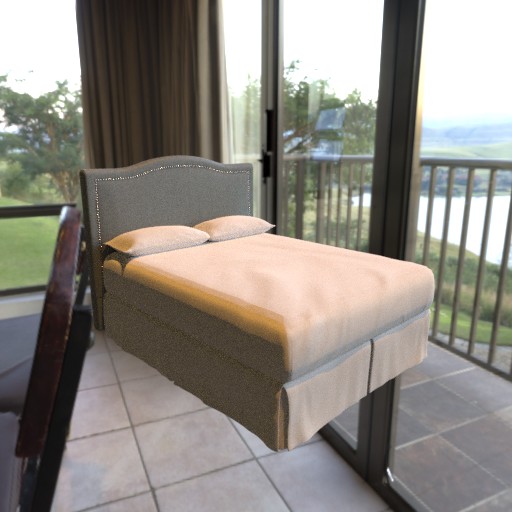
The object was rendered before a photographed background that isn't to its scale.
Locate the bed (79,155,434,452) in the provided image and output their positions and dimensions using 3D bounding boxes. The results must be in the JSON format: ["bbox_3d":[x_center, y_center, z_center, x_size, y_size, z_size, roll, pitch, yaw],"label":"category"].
[{"bbox_3d":[0.000,0.000,3.380,1.753,1.460,2.143,-13,19,-42],"label":"bed"}]
